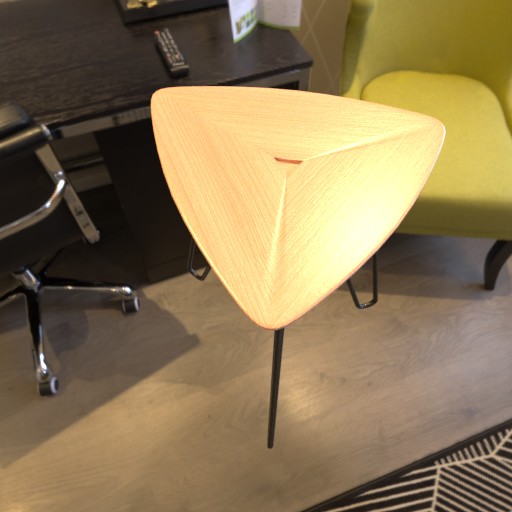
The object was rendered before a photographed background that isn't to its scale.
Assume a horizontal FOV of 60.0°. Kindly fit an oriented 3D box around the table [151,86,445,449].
[{"bbox_3d":[0.000,0.000,0.865,0.455,0.564,0.442,33,62,20],"label":"table"}]
